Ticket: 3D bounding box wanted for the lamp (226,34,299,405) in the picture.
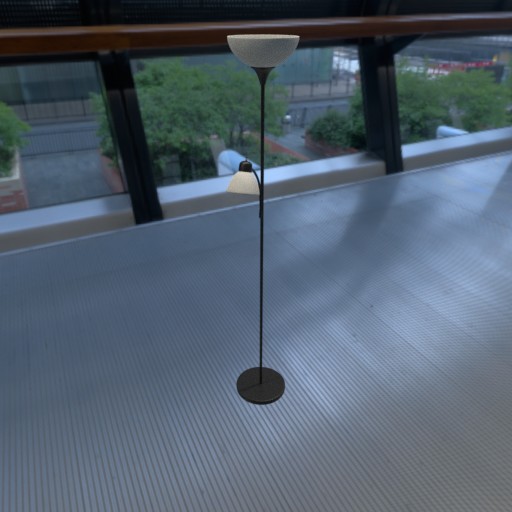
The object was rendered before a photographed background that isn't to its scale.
[{"bbox_3d":[0.000,0.000,2.038,0.279,1.804,0.442,9,30,16],"label":"lamp"}]
